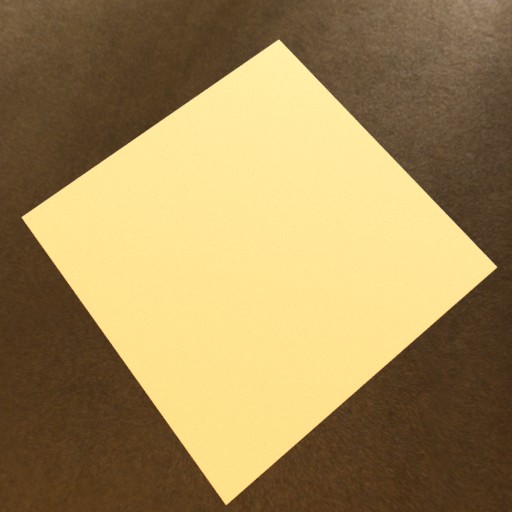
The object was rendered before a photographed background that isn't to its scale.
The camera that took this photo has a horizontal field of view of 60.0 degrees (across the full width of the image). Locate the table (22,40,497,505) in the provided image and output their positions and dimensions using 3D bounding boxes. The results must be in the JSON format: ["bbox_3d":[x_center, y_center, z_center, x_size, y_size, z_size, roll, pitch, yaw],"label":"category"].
[{"bbox_3d":[0.000,0.000,1.313,0.890,0.305,0.890,-38,79,-9],"label":"table"}]
